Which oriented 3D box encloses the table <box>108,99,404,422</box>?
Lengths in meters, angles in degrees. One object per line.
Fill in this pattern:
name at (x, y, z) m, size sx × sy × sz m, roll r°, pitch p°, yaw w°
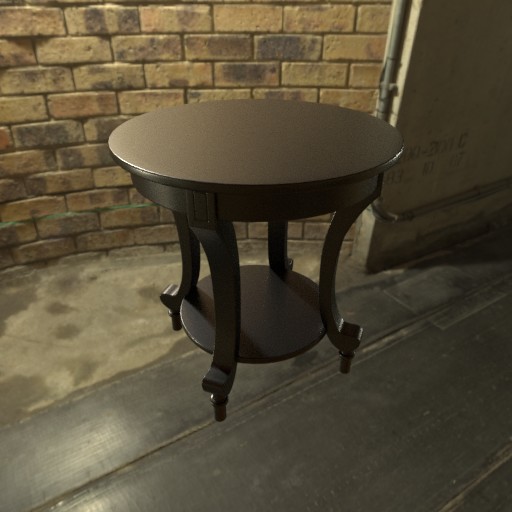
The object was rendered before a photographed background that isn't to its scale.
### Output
table at (0.000, 0.000, 1.088) m, size 0.597 × 0.618 × 0.597 m, roll 0°, pitch 31°, yaw 0°
